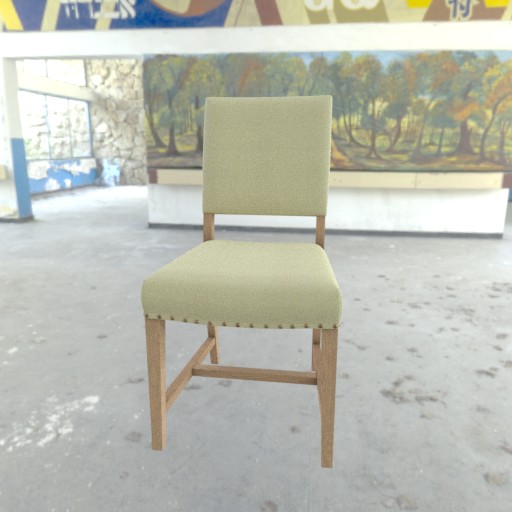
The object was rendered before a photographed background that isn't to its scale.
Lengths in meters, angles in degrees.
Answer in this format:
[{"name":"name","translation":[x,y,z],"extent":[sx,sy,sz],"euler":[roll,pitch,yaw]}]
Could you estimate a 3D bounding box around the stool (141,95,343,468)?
[{"name":"stool","translation":[0.000,0.000,1.369],"extent":[0.508,0.986,0.623],"euler":[2,14,8]}]
